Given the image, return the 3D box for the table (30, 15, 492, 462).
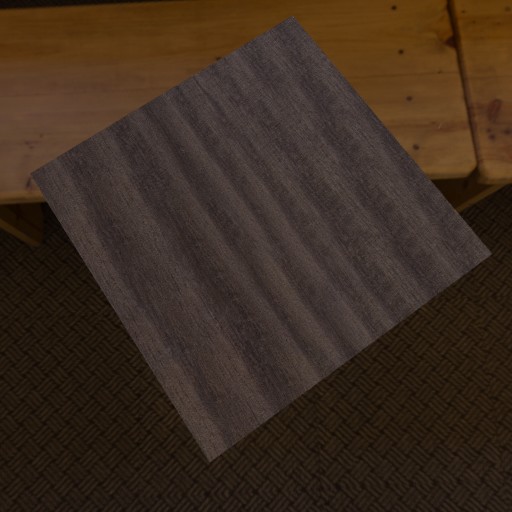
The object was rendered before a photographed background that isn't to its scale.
[{"bbox_3d":[0.000,0.000,0.960,0.504,0.587,0.506,-34,79,-7],"label":"table"}]
